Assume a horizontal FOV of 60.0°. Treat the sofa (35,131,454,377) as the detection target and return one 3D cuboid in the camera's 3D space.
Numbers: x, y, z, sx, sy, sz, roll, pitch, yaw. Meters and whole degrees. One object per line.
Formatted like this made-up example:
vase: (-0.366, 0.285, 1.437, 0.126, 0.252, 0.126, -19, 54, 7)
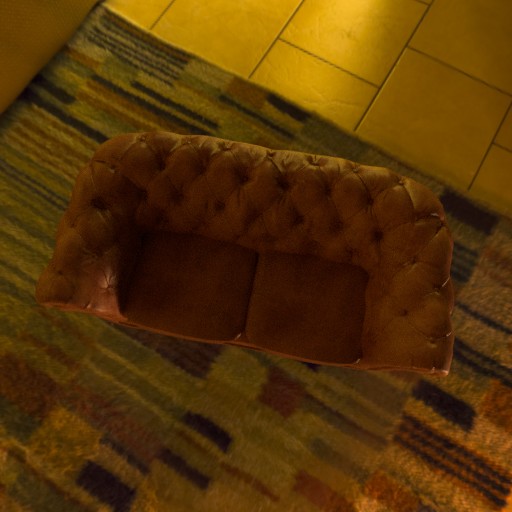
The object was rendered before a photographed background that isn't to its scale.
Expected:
sofa: (0.000, 0.000, 2.505, 1.979, 0.877, 1.042, 10, 74, 3)
